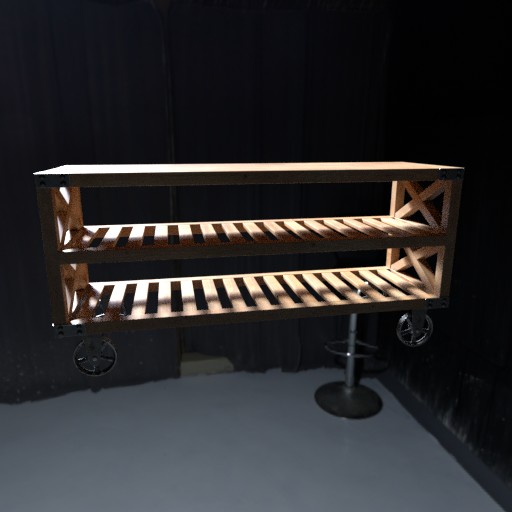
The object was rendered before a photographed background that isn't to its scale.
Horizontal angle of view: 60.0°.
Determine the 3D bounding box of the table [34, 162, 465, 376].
[{"bbox_3d":[0.000,0.000,1.796,1.487,0.711,0.467,-3,15,-11],"label":"table"}]
